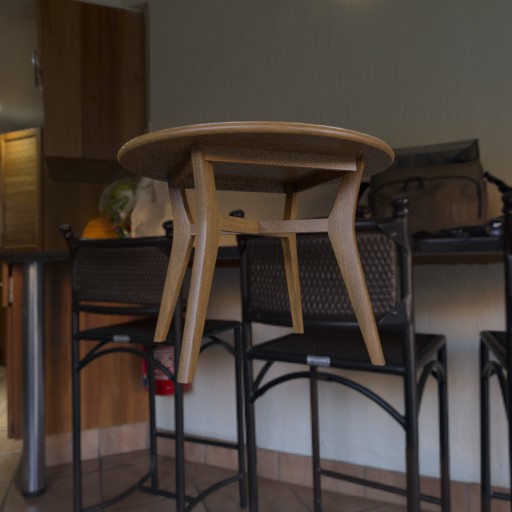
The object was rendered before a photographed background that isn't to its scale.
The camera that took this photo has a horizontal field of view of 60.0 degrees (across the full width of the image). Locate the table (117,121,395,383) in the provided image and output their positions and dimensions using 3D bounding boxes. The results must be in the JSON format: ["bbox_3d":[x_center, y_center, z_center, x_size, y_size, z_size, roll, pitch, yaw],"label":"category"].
[{"bbox_3d":[0.000,0.000,1.768,1.055,0.757,1.055,0,0,0],"label":"table"}]
